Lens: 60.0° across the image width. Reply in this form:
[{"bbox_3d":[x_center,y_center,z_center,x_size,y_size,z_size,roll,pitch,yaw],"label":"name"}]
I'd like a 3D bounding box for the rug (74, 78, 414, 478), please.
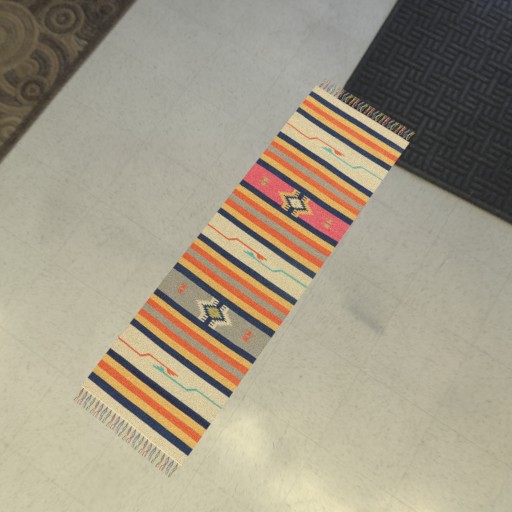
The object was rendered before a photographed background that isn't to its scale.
[{"bbox_3d":[0.000,0.000,2.584,0.695,0.017,2.455,35,79,8],"label":"rug"}]
